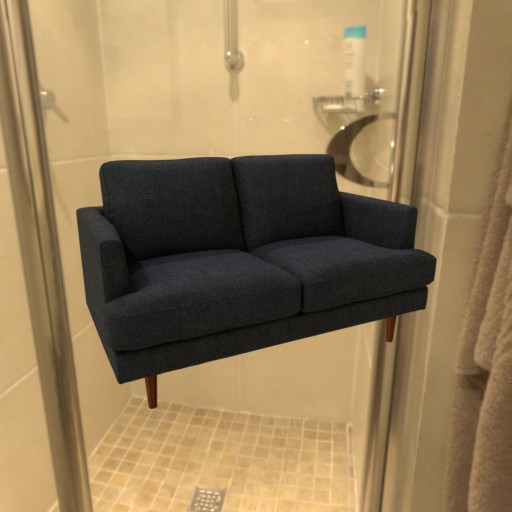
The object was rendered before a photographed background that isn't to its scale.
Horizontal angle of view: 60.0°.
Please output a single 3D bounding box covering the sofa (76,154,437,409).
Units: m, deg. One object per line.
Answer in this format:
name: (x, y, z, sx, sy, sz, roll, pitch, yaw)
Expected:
sofa: (0.000, 0.000, 2.204, 1.582, 0.944, 0.903, -8, 18, -26)
